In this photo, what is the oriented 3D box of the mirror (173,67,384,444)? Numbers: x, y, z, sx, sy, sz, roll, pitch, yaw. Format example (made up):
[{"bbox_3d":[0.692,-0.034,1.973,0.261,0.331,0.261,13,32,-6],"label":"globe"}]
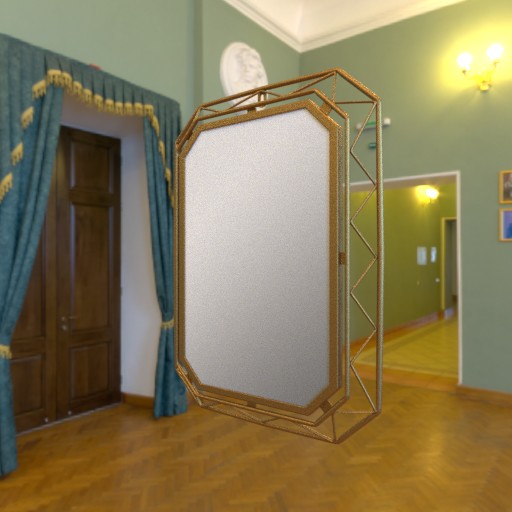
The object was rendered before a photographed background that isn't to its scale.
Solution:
[{"bbox_3d":[0.000,0.000,0.726,0.417,0.566,0.042,0,0,36],"label":"mirror"}]
